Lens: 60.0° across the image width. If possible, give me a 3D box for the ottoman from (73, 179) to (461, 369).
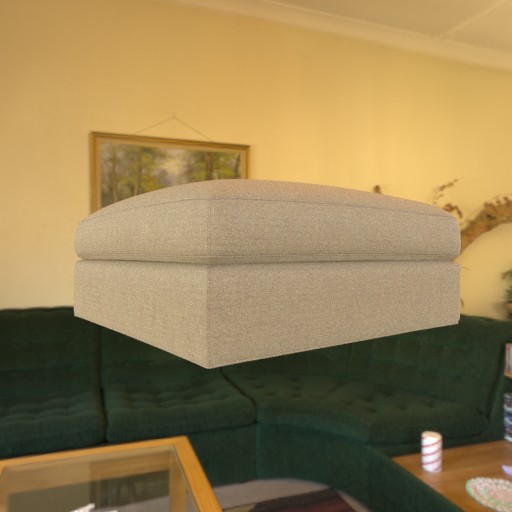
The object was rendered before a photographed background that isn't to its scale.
[{"bbox_3d":[0.000,0.000,1.635,1.041,0.470,1.041,0,0,-37],"label":"ottoman"}]
